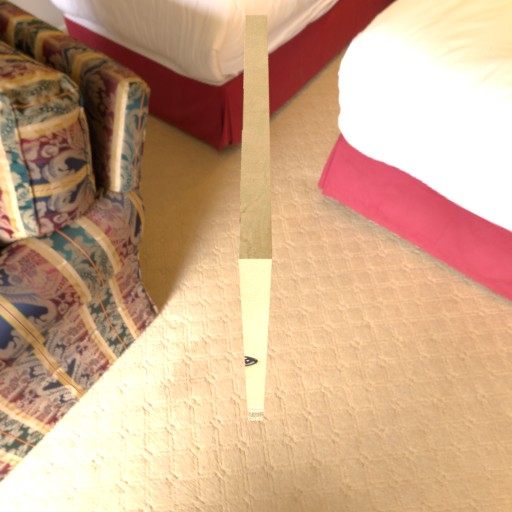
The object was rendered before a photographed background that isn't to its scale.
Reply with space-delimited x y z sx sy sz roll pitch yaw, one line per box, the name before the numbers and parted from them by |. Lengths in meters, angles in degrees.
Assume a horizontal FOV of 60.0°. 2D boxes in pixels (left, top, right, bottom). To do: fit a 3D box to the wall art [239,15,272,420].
wall art | 0.000 0.000 0.956 0.038 0.764 0.508 0 57 0
